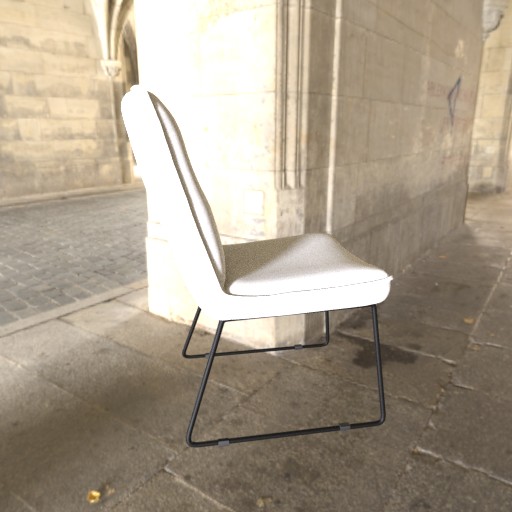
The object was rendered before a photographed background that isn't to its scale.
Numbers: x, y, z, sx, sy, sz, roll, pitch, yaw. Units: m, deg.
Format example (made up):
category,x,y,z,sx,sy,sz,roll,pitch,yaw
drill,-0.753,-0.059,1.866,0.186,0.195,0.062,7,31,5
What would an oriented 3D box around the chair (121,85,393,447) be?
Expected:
category,x,y,z,sx,sy,sz,roll,pitch,yaw
chair,0.000,0.000,1.353,0.688,0.930,0.515,-3,16,-10
